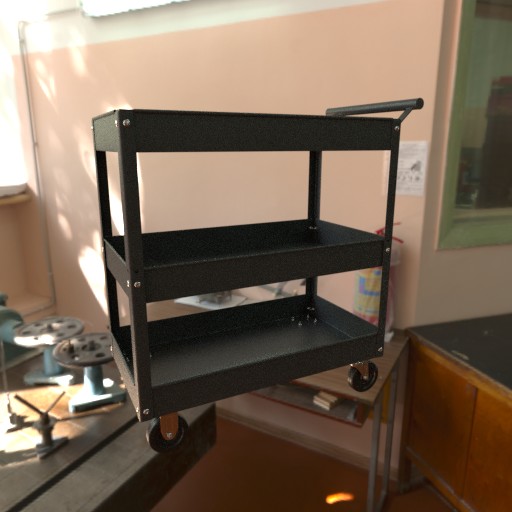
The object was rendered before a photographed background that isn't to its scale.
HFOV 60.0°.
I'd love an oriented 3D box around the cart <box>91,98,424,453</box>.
[{"bbox_3d":[0.000,0.000,1.156,0.719,0.780,0.366,-7,16,-26],"label":"cart"}]
